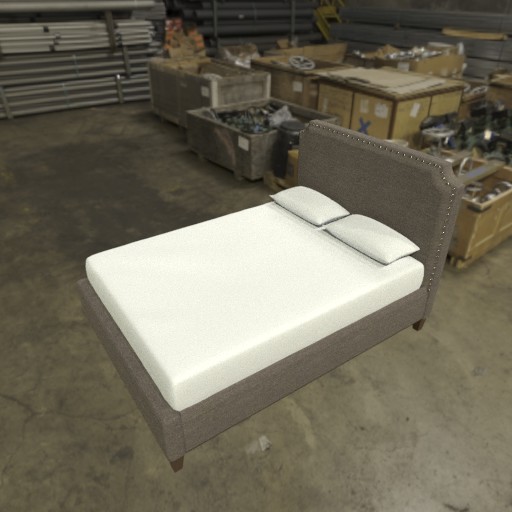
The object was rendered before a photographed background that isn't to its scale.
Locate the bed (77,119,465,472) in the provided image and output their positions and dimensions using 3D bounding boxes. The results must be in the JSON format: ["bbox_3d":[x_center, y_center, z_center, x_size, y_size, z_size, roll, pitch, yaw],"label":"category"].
[{"bbox_3d":[0.000,0.000,3.428,2.381,1.457,1.713,-20,36,-29],"label":"bed"}]
